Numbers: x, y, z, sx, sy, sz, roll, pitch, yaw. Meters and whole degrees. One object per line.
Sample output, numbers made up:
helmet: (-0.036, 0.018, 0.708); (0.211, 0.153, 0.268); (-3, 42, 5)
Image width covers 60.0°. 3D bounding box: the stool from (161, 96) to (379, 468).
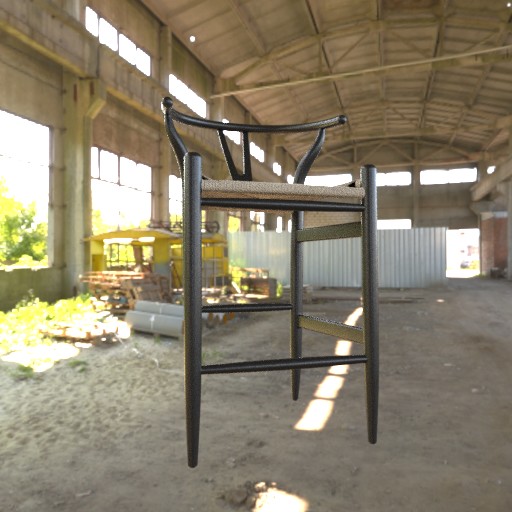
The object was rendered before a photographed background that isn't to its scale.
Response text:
stool: (0.000, 0.000, 1.343); (0.569, 0.970, 0.579); (0, -1, -16)
